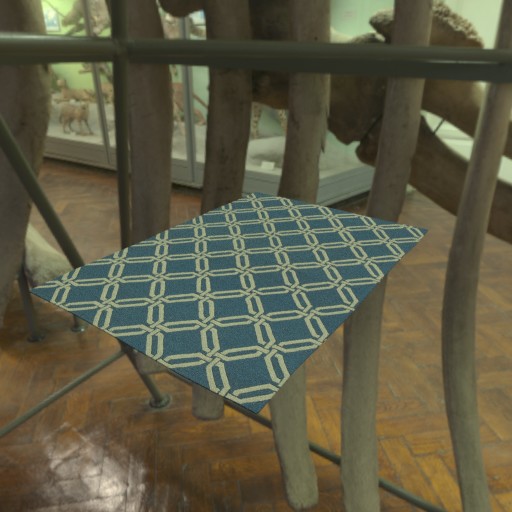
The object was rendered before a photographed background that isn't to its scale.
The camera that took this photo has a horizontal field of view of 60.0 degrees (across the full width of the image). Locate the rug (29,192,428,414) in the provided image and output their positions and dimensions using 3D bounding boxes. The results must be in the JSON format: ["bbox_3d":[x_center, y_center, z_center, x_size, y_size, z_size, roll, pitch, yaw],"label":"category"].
[{"bbox_3d":[0.000,0.000,2.769,1.524,0.013,2.135,17,31,31],"label":"rug"}]
